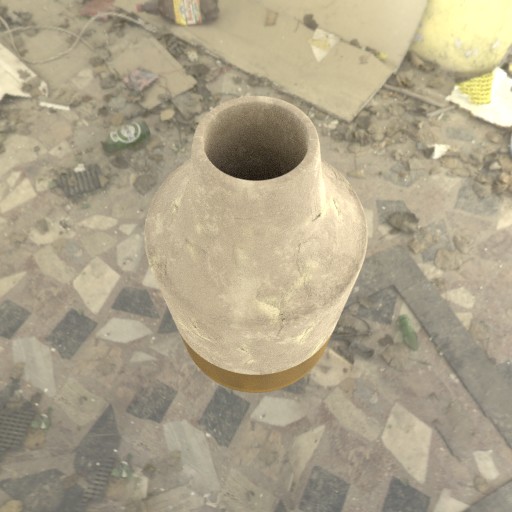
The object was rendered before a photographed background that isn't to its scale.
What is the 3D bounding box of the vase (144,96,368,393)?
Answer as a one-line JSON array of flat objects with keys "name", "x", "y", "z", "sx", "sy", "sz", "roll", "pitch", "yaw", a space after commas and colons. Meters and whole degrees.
[{"name": "vase", "x": 0.000, "y": 0.000, "z": 0.412, "sx": 0.184, "sy": 0.305, "sz": 0.184, "roll": 0, "pitch": 61, "yaw": 0}]
